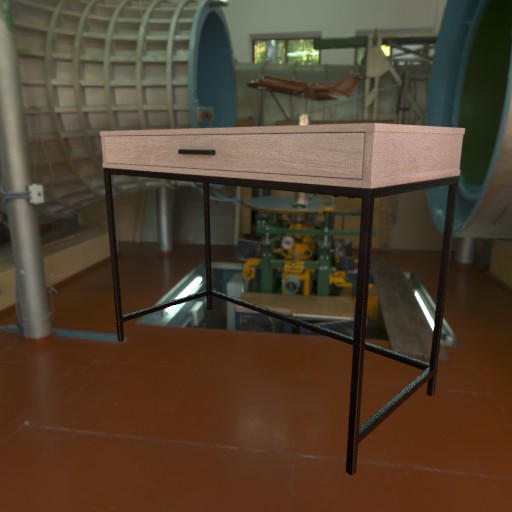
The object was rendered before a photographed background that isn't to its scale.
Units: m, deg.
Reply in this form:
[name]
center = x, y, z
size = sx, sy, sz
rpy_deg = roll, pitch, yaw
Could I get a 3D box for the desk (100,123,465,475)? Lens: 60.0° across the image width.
[desk]
center = 0.000, 0.000, 1.393
size = 1.016, 0.762, 0.470
rpy_deg = 13, 20, 42
